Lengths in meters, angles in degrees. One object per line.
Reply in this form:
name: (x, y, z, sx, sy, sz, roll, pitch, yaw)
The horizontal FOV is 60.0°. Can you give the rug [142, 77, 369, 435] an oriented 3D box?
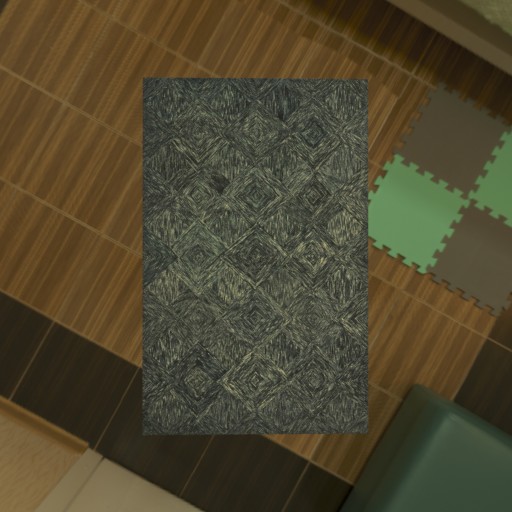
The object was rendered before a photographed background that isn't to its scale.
rug: (0.000, 0.000, 2.901, 1.478, 0.017, 2.330, 0, 90, -1)
